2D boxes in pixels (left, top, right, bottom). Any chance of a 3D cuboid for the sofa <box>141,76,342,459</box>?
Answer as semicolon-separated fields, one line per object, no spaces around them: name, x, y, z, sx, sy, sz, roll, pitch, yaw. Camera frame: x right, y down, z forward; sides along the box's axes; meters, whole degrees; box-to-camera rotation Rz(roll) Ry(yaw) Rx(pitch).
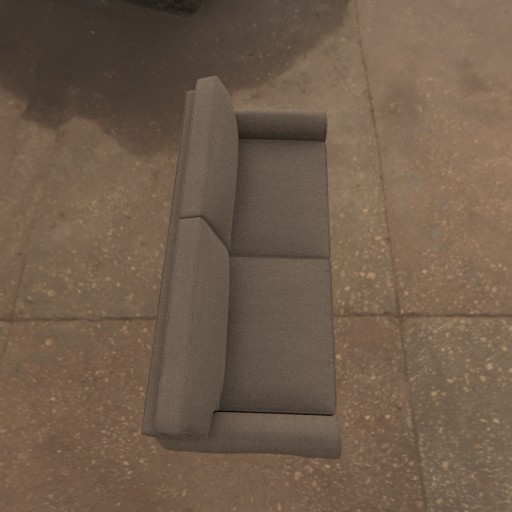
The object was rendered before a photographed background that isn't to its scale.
sofa;0.000;0.000;2.731;0.991;0.943;2.248;2;65;1
